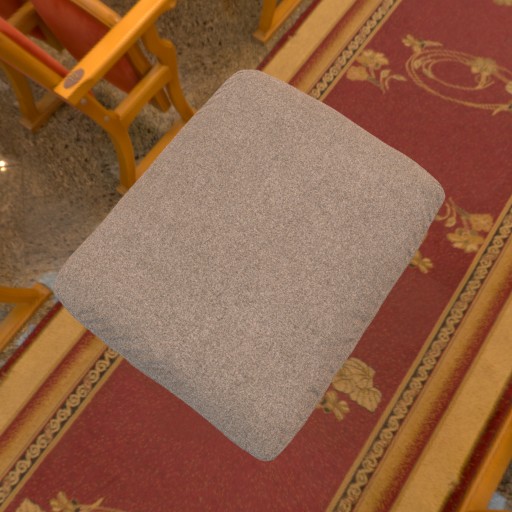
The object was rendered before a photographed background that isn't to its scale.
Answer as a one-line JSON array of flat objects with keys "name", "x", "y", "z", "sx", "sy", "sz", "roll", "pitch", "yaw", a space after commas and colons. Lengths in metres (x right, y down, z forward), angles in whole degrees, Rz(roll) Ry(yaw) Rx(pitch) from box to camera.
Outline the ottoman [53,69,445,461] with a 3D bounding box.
[{"name": "ottoman", "x": 0.000, "y": 0.000, "z": 1.224, "sx": 0.683, "sy": 0.481, "sz": 0.837, "roll": 35, "pitch": 78, "yaw": 9}]
